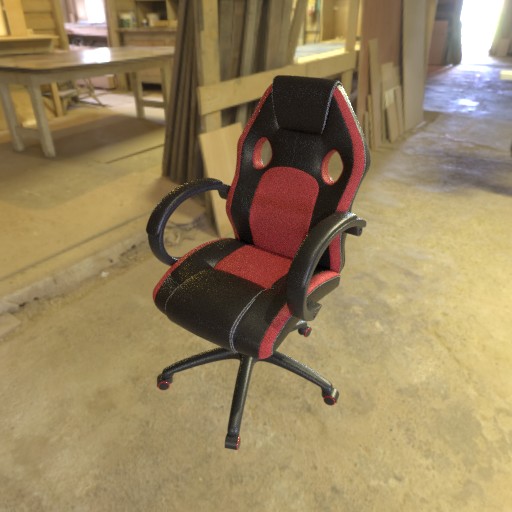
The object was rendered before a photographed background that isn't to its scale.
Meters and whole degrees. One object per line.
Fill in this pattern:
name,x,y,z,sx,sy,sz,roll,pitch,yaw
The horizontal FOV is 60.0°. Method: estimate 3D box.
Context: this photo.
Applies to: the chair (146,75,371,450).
chair,0.000,0.000,1.670,0.750,1.189,0.783,19,34,30
